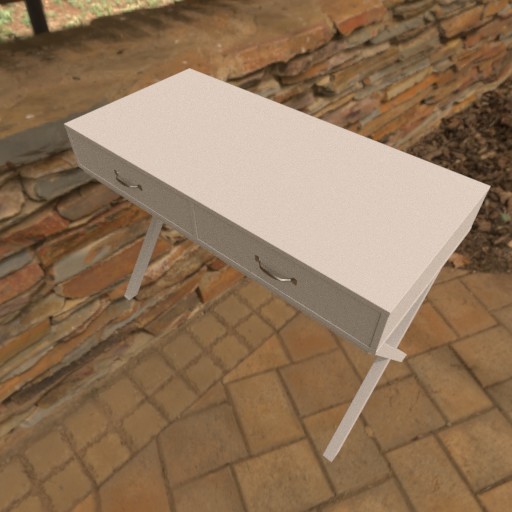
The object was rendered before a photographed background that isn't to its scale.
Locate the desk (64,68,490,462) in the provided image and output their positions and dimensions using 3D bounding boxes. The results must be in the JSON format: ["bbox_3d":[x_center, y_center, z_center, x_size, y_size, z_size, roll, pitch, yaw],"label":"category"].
[{"bbox_3d":[0.000,0.000,1.460,1.057,0.780,0.525,31,53,27],"label":"desk"}]
